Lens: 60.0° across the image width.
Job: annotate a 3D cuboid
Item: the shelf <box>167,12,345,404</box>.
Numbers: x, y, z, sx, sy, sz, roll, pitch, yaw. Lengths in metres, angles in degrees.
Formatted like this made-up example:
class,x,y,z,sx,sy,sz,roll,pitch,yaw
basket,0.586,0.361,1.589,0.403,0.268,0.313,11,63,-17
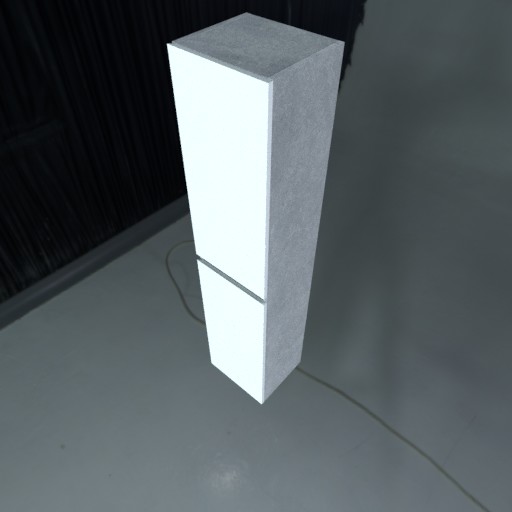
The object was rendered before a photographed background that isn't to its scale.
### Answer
class,x,y,z,sx,sy,sz,roll,pitch,yaw
shelf,0.000,0.000,1.512,0.300,1.400,0.270,32,54,27
